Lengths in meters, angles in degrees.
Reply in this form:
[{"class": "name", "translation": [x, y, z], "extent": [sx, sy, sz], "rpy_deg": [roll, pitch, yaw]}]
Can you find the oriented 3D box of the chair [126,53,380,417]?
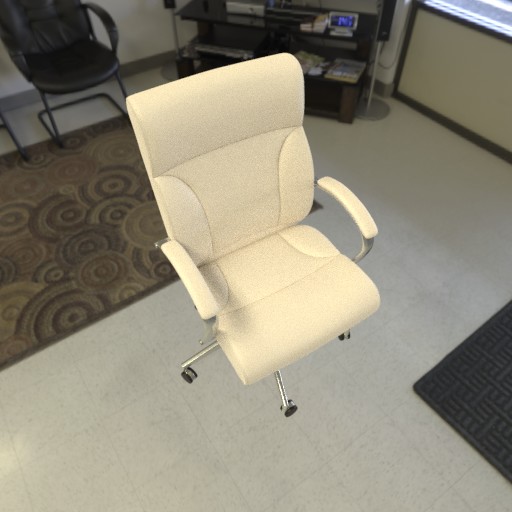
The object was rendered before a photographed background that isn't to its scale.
[{"class": "chair", "translation": [0.000, 0.000, 1.569], "extent": [0.727, 1.099, 0.745], "rpy_deg": [-25, 53, -21]}]
